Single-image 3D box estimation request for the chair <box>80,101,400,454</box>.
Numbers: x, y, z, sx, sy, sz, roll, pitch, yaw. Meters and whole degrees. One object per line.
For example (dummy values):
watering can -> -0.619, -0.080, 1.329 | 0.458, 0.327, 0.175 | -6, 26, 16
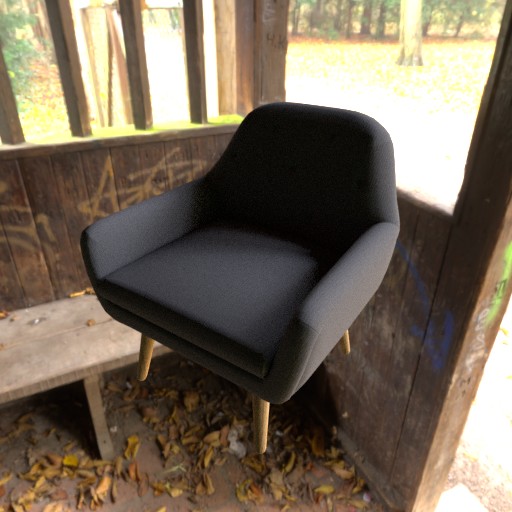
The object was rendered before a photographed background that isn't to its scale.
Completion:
chair -> 0.000, 0.000, 1.392 | 0.770, 0.800, 0.779 | 19, 35, 30
